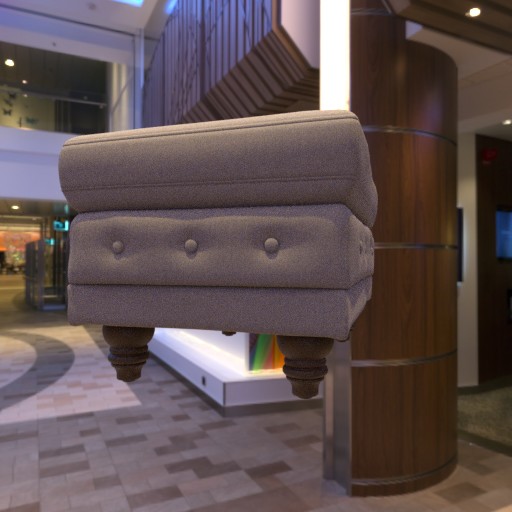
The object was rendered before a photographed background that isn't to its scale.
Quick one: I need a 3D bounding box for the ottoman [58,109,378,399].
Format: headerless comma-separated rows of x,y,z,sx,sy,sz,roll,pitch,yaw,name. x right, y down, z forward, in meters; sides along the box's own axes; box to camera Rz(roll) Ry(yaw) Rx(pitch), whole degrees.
0.000,0.000,1.099,0.569,0.500,0.771,0,-1,17,ottoman
